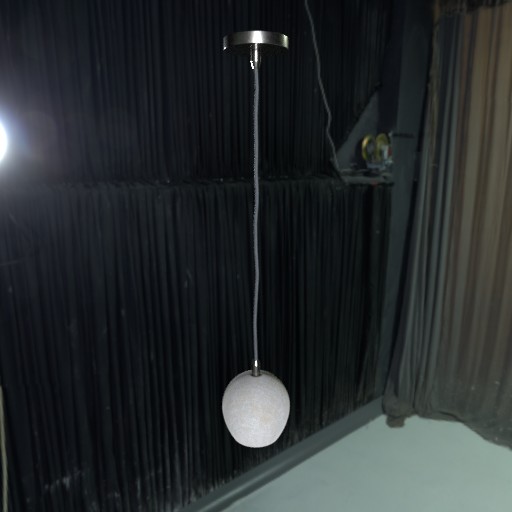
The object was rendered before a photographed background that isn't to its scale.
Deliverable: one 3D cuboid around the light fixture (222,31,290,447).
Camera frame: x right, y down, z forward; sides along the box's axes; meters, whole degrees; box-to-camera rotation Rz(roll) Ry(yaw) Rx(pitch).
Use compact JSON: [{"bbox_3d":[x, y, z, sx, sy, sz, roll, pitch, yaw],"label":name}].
[{"bbox_3d":[0.000,0.000,0.847,0.139,0.764,0.139,-12,18,-43],"label":"light fixture"}]
